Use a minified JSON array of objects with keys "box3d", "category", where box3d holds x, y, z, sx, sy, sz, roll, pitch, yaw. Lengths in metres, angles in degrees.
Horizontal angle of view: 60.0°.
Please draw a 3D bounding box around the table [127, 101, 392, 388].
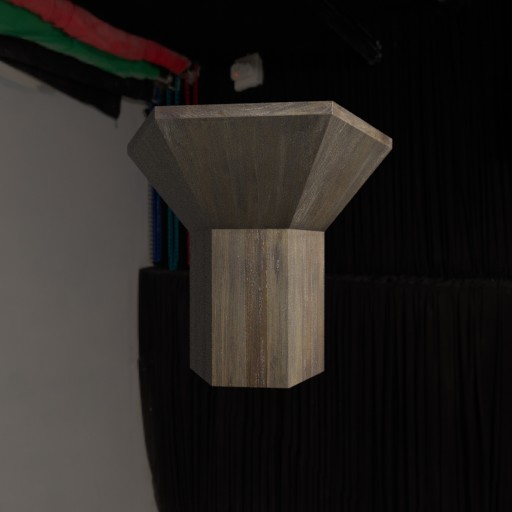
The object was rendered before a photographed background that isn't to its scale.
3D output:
[{"box3d":[0.000,0.000,1.143,0.592,0.586,0.683,0,1,35],"category":"table"}]
